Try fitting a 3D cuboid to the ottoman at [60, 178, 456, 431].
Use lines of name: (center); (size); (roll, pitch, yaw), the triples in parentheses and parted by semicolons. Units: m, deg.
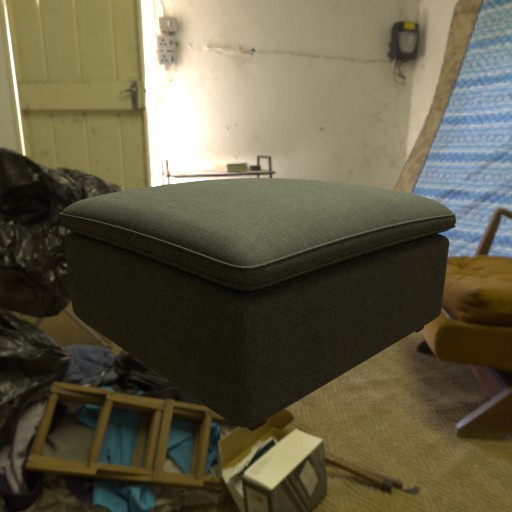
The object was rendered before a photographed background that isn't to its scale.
ottoman: (0.000, 0.000, 1.667); (1.067, 0.559, 1.067); (-13, 20, -42)
